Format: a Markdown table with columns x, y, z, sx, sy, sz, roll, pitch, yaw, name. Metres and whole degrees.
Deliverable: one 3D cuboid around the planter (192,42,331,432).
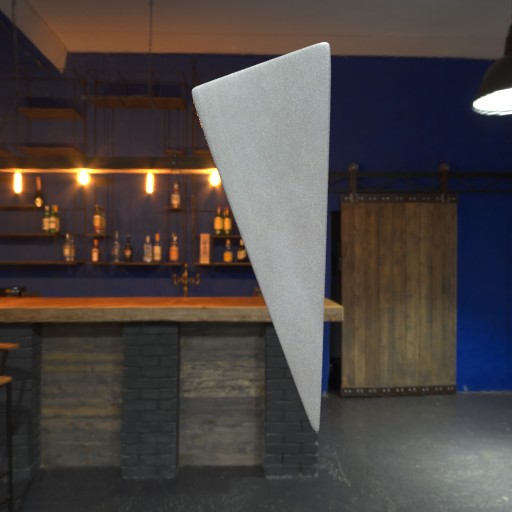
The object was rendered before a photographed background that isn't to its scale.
| x | y | z | sx | sy | sz | roll | pitch | yaw | name |
| --- | --- | --- | --- | --- | --- | --- | --- | --- | --- |
| 0.000 | 0.000 | 0.163 | 0.047 | 0.130 | 0.058 | 0 | 1 | 0 | planter |
